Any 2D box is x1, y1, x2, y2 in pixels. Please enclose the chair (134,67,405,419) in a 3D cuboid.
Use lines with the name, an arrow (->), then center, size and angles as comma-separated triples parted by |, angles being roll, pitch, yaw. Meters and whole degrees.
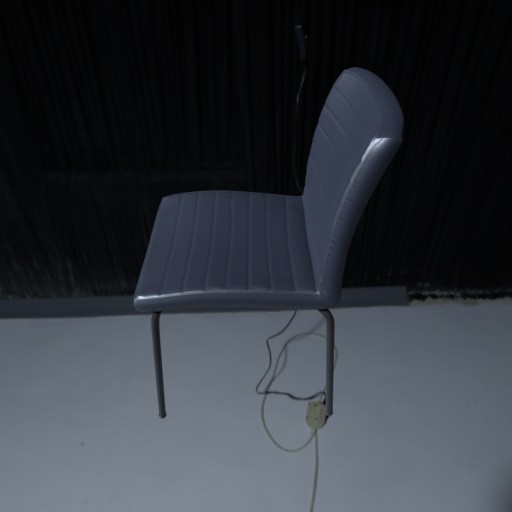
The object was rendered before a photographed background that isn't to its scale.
chair -> 0.000, 0.000, 1.182 | 0.572, 0.872, 0.450 | 0, 41, 0
